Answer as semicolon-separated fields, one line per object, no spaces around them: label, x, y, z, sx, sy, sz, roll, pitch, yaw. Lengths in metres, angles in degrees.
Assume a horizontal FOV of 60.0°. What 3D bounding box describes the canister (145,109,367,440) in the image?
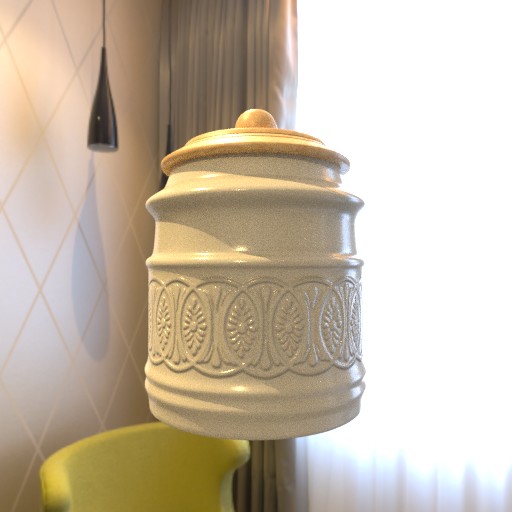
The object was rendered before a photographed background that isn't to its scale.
canister;0.000;0.000;0.268;0.130;0.176;0.130;0;-1;0
